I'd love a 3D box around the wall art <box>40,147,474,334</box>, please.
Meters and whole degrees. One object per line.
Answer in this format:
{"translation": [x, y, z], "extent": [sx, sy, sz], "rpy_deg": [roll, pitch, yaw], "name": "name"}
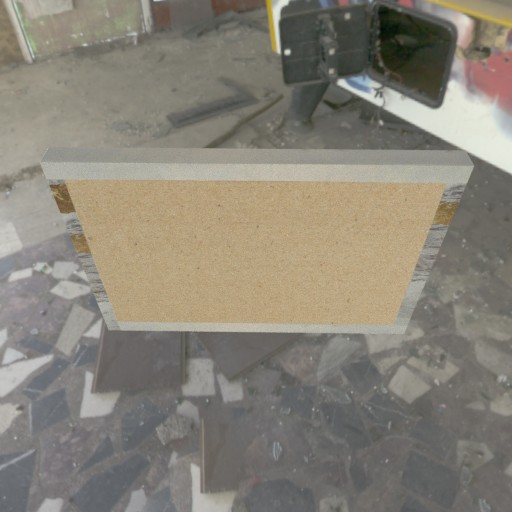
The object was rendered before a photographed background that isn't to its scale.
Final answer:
{"translation": [0.000, 0.000, 0.776], "extent": [0.606, 0.407, 0.041], "rpy_deg": [1, 46, 1], "name": "wall art"}
